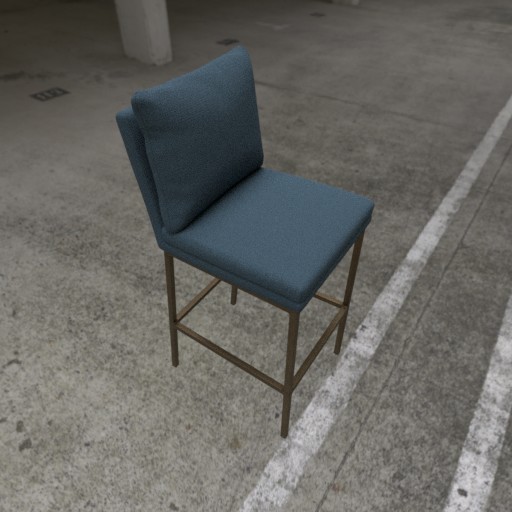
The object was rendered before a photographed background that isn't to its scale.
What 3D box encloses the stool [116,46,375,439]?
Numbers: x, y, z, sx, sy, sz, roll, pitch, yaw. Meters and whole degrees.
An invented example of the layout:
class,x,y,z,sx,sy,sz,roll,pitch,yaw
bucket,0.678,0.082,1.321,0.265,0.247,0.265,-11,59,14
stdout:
class,x,y,z,sx,sy,sz,roll,pitch,yaw
stool,0.000,0.000,1.429,0.568,1.124,0.463,24,47,24
